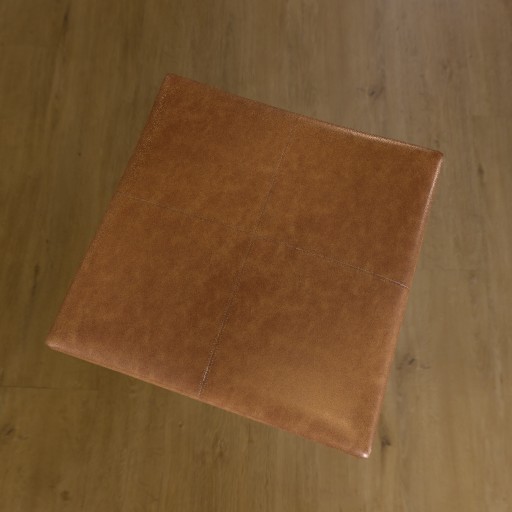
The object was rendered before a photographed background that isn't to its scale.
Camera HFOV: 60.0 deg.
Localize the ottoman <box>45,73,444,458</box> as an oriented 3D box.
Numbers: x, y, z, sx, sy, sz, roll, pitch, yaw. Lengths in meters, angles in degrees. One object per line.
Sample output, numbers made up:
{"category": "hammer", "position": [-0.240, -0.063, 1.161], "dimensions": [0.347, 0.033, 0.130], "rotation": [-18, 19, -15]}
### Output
{"category": "ottoman", "position": [0.000, 0.000, 1.785], "dimensions": [1.169, 0.483, 1.168], "rotation": [18, 75, 5]}
